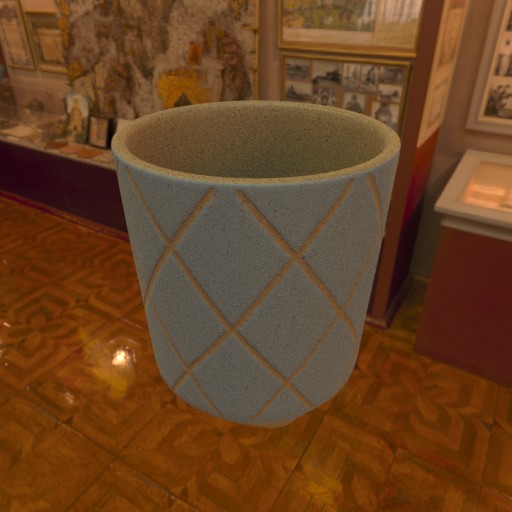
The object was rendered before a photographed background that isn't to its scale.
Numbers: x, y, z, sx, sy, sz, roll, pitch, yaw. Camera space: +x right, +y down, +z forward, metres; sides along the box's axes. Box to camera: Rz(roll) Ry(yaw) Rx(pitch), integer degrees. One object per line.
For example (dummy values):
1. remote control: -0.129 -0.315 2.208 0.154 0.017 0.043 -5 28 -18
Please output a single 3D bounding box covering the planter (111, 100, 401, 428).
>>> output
1. planter: 0.000 0.000 0.353 0.191 0.200 0.191 0 31 0
